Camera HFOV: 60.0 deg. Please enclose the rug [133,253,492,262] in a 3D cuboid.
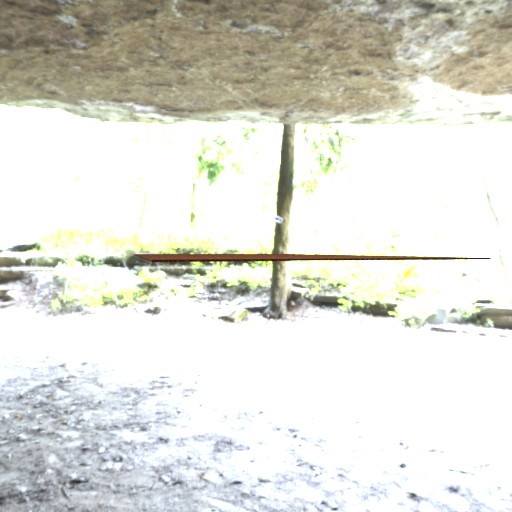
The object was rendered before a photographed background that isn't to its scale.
[{"bbox_3d":[0.000,0.000,2.979,1.531,0.010,2.442,0,1,-17],"label":"rug"}]
